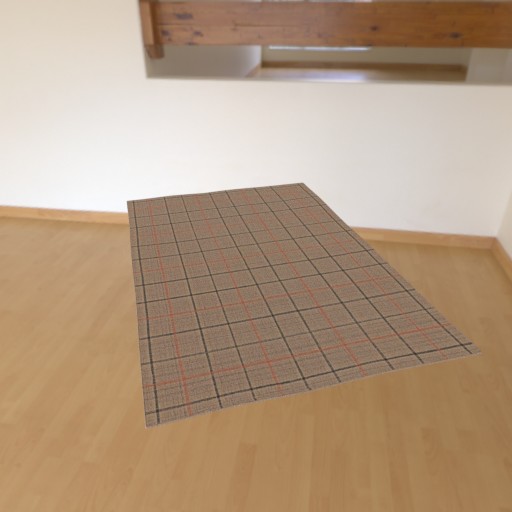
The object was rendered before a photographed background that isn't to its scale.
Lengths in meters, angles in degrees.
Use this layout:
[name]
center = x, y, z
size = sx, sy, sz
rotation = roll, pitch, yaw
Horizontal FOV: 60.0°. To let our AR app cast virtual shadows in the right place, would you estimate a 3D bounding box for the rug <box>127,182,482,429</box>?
[rug]
center = 0.000, 0.000, 2.254
size = 1.220, 0.013, 1.829
rotation = -8, 31, -14
